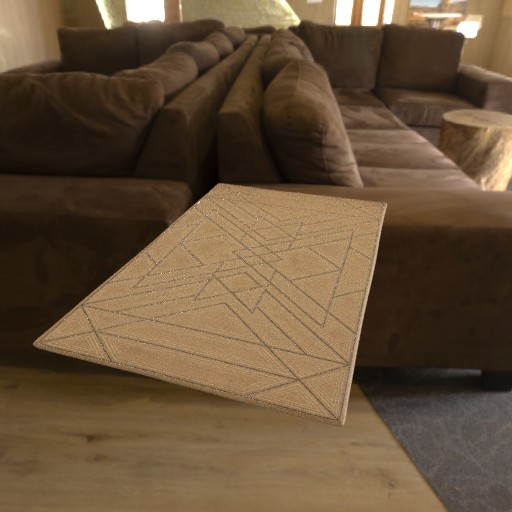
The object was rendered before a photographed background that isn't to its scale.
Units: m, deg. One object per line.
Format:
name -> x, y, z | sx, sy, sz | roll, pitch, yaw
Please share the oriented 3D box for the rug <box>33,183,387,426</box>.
rug -> 0.000, 0.000, 3.030 | 1.575, 0.023, 2.459 | 9, 31, 16
